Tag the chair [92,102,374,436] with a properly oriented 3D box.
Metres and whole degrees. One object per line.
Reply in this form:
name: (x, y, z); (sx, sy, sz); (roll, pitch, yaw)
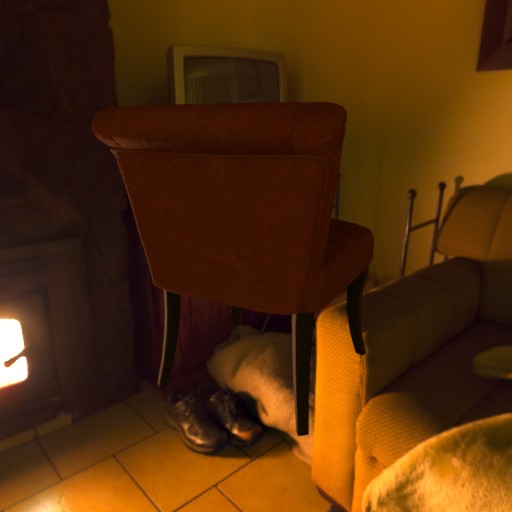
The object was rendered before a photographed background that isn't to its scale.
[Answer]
chair: (0.000, 0.000, 1.182); (0.582, 0.750, 0.605); (9, 19, 27)
